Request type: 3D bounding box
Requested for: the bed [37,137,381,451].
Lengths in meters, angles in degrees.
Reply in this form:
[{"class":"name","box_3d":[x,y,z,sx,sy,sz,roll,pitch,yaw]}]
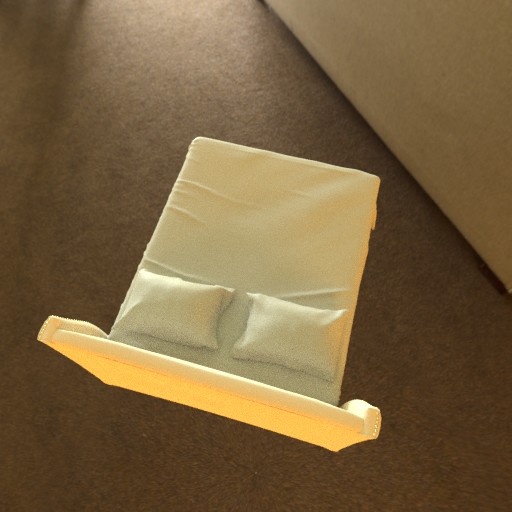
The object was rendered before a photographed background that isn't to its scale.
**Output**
[{"class":"bed","box_3d":[0.000,0.000,3.387,1.925,1.332,2.276,14,65,7]}]
